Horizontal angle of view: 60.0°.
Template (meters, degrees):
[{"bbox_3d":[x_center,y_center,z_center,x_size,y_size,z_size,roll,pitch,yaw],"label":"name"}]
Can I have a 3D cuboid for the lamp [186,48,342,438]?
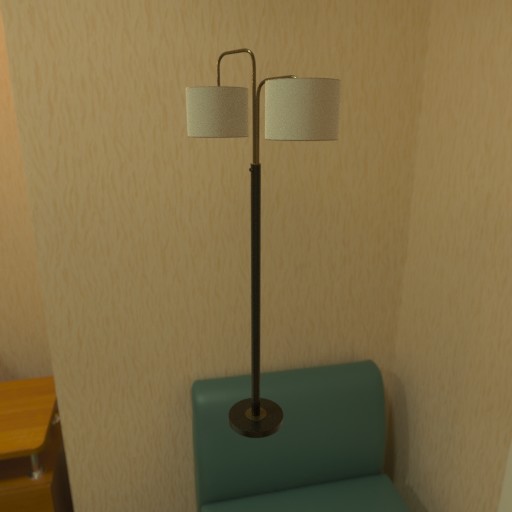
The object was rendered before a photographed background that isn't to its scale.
[{"bbox_3d":[0.000,0.000,1.833,0.254,1.587,0.711,-15,22,-41],"label":"lamp"}]
